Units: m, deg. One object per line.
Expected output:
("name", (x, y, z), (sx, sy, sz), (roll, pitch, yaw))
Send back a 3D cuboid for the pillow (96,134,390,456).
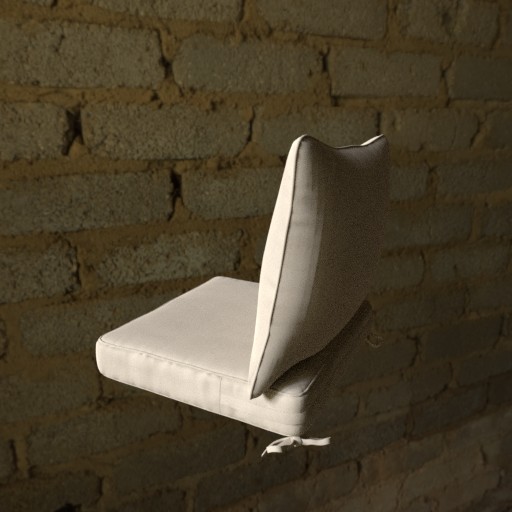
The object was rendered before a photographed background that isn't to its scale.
("pillow", (0.000, 0.000, 1.349), (0.733, 0.716, 0.798), (8, 17, 26))
